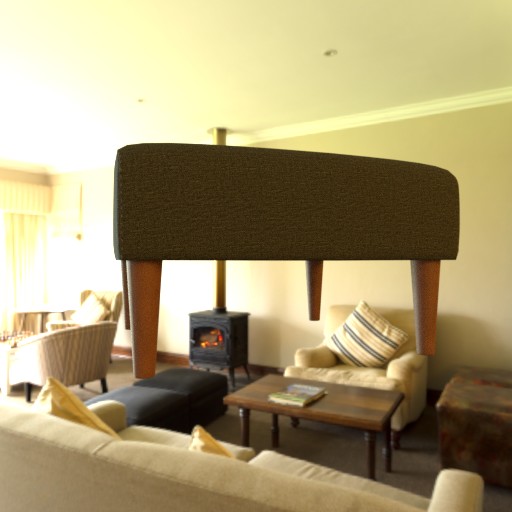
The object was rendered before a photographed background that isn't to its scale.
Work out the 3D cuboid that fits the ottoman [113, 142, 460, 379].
[{"bbox_3d":[0.000,0.000,1.057,0.650,0.398,0.649,0,0,-18],"label":"ottoman"}]
